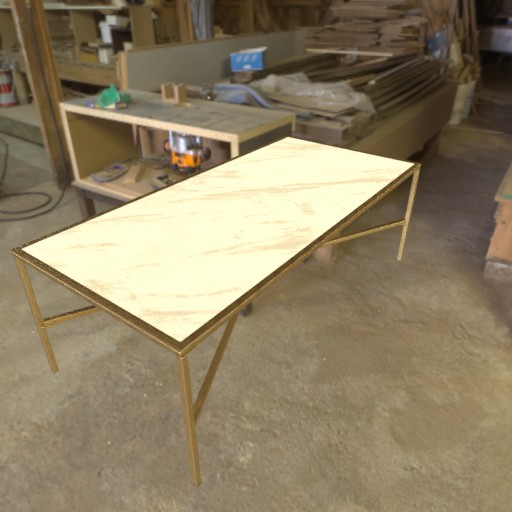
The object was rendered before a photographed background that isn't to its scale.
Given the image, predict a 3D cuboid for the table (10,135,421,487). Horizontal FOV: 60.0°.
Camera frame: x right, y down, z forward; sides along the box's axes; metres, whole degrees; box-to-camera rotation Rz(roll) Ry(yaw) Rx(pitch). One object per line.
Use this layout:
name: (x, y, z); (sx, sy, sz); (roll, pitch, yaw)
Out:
table: (0.000, 0.000, 1.428); (0.577, 0.405, 1.197); (22, 37, 31)
